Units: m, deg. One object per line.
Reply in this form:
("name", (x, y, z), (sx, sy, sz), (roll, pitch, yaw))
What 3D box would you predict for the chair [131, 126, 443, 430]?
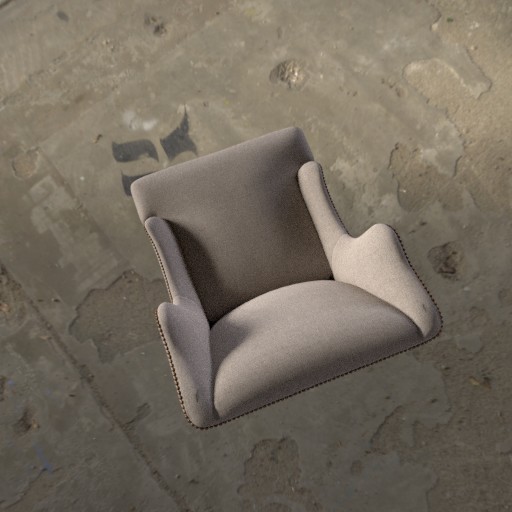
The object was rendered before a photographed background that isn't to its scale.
("chair", (0.000, 0.000, 1.647), (0.737, 1.029, 0.940), (-20, 77, -5))
